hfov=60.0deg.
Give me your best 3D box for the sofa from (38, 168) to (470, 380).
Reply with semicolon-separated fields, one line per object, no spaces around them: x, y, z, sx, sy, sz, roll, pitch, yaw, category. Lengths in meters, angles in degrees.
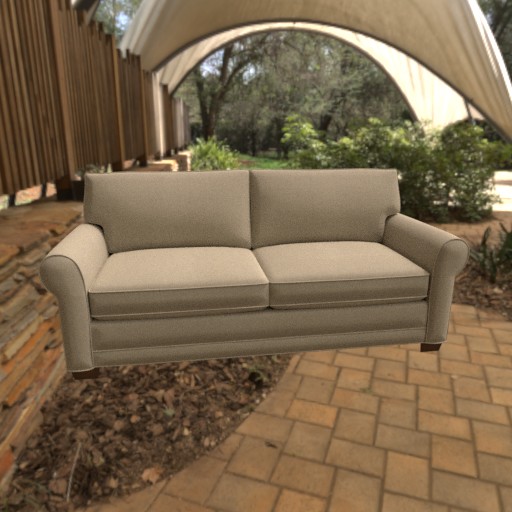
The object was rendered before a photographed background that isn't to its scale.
0.000;0.000;2.604;2.146;0.962;0.901;-2;16;-9;sofa
